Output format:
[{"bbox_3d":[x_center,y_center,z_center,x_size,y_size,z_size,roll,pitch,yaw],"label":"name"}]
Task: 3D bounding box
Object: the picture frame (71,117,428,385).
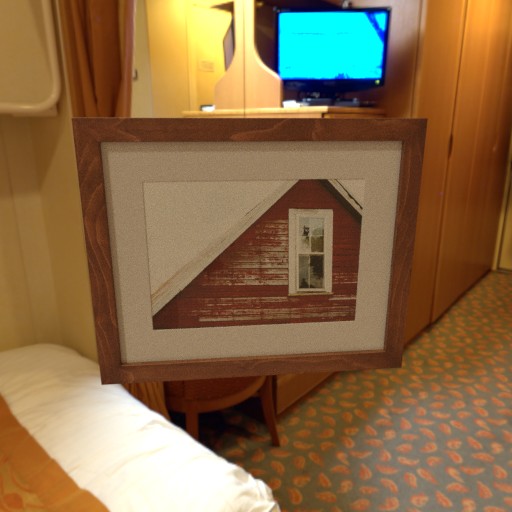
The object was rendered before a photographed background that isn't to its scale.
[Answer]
[{"bbox_3d":[0.000,0.000,0.769,0.559,0.457,0.025,-2,17,-6],"label":"picture frame"}]
